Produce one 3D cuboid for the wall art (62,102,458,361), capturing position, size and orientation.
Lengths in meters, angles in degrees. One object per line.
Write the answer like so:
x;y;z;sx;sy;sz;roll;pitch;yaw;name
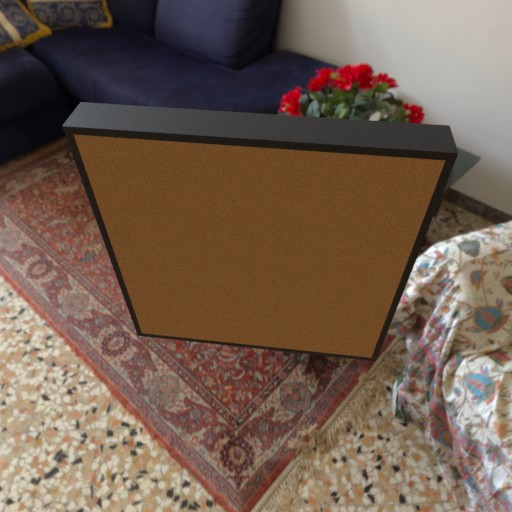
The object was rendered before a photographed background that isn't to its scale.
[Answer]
0.000;0.000;0.462;0.304;0.304;0.038;5;48;5;wall art
